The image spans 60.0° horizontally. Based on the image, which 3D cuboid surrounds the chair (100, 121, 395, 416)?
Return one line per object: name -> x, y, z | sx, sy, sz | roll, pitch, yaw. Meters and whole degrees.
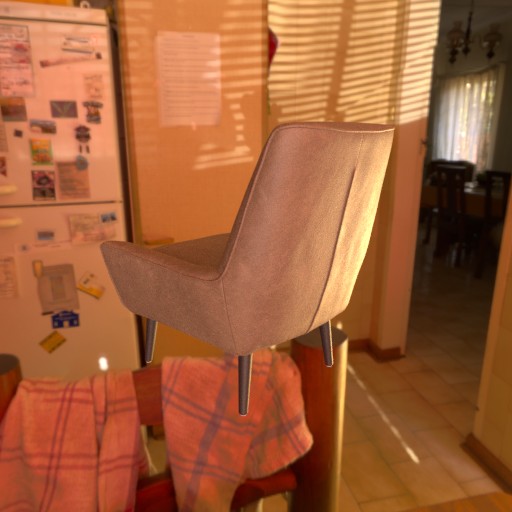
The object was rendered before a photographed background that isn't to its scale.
chair -> 0.000, 0.000, 1.554 | 0.787, 0.888, 0.824 | -14, 21, -42
